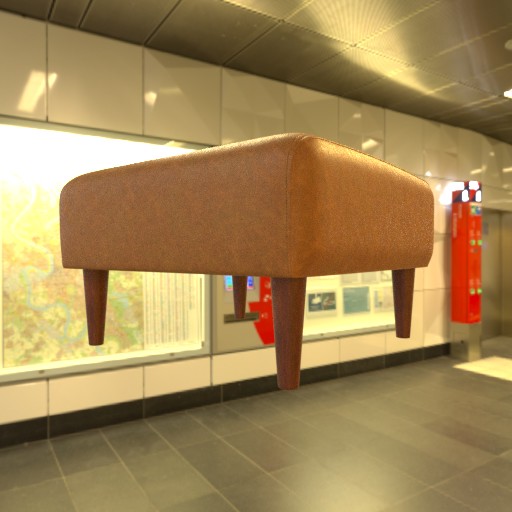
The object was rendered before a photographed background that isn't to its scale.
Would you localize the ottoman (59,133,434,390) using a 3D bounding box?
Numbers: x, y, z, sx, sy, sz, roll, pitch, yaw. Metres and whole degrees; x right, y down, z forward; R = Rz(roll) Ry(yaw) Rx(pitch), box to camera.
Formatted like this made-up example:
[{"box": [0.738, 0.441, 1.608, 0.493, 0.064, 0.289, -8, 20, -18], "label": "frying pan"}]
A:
[{"box": [0.000, 0.000, 1.039, 0.650, 0.399, 0.650, 0, 1, 38], "label": "ottoman"}]
